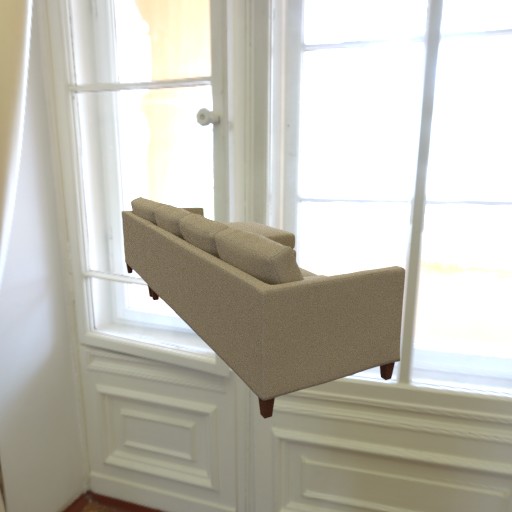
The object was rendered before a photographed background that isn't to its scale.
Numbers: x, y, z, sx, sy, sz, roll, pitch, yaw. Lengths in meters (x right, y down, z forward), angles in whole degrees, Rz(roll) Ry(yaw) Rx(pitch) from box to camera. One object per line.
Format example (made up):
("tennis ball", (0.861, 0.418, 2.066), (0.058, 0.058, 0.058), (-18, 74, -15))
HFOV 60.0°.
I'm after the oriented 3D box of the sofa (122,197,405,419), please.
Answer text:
("sofa", (0.000, 0.000, 3.836), (1.625, 0.861, 3.186), (-7, 15, -27))
